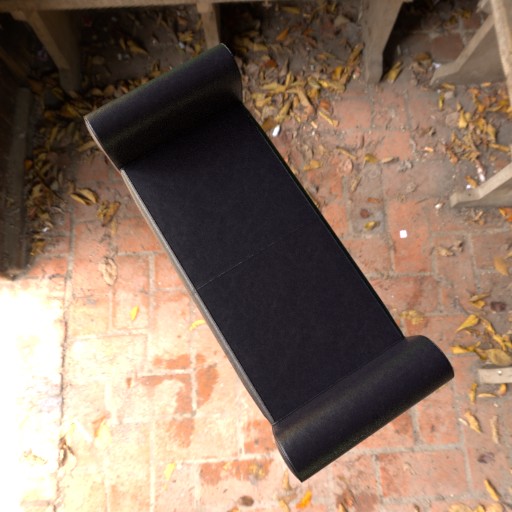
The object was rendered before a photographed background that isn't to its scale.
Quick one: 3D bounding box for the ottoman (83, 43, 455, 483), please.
[{"bbox_3d":[0.000,0.000,1.525,0.521,0.547,1.256,-31,79,-7],"label":"ottoman"}]
